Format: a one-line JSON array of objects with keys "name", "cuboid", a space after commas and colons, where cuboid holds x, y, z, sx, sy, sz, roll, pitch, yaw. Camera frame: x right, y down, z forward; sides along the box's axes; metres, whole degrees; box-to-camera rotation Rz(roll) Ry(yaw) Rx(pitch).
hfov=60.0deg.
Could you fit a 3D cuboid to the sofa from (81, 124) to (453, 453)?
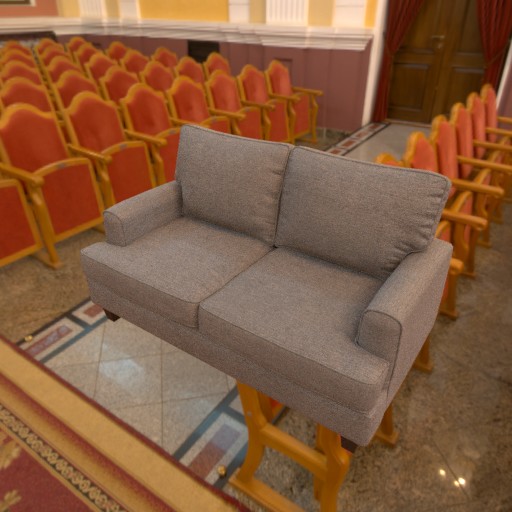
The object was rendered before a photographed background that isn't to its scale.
[{"name": "sofa", "cuboid": [0.000, 0.000, 2.206, 1.651, 0.965, 0.965, 20, 36, 30]}]
